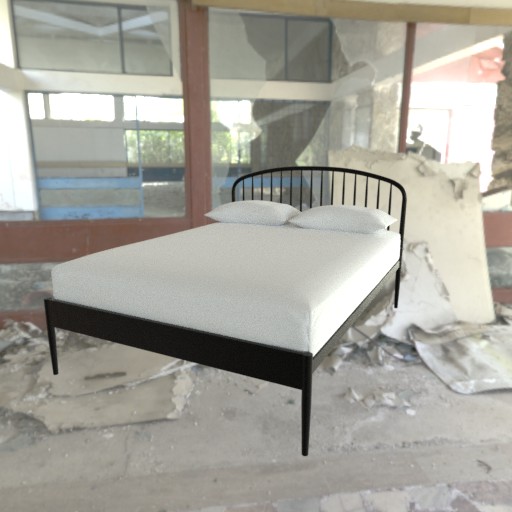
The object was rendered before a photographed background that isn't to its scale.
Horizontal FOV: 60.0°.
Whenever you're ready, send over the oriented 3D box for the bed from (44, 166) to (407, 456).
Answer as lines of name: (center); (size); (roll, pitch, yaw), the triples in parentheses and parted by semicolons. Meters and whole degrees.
bed: (0.000, 0.000, 3.058); (1.618, 1.166, 2.159); (7, 14, 27)
